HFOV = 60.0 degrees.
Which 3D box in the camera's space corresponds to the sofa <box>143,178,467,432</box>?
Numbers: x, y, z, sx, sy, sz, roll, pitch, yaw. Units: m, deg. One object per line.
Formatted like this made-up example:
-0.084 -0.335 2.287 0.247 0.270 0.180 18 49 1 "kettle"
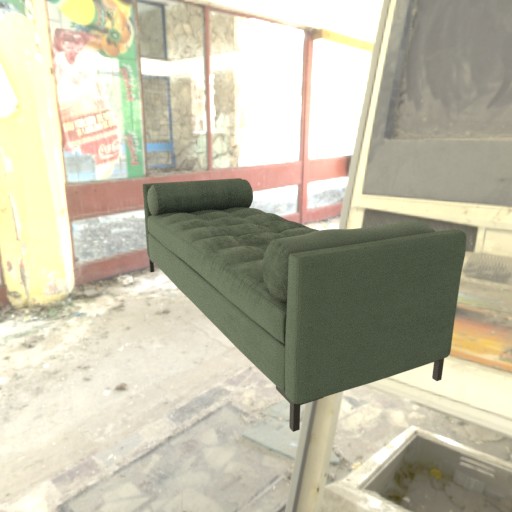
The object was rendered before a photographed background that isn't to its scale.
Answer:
0.000 0.000 2.527 0.817 0.681 2.130 -8 18 -26 "sofa"
